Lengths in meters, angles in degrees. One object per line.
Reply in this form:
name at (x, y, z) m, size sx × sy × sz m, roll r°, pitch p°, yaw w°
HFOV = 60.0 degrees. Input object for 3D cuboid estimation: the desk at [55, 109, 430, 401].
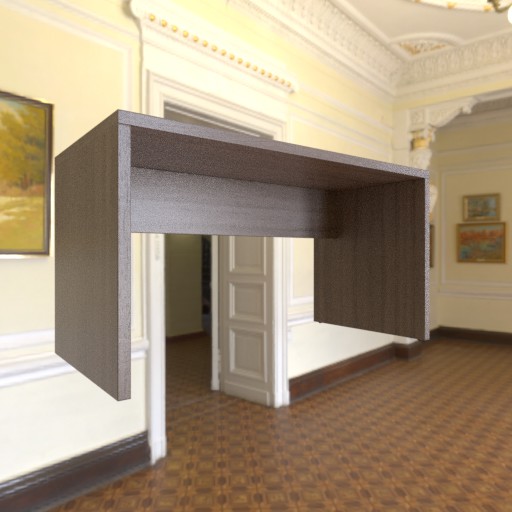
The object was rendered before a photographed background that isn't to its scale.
desk at (0.000, 0.000, 1.806) m, size 1.380 × 0.745 × 0.690 m, roll 0°, pitch 0°, yaw -37°
